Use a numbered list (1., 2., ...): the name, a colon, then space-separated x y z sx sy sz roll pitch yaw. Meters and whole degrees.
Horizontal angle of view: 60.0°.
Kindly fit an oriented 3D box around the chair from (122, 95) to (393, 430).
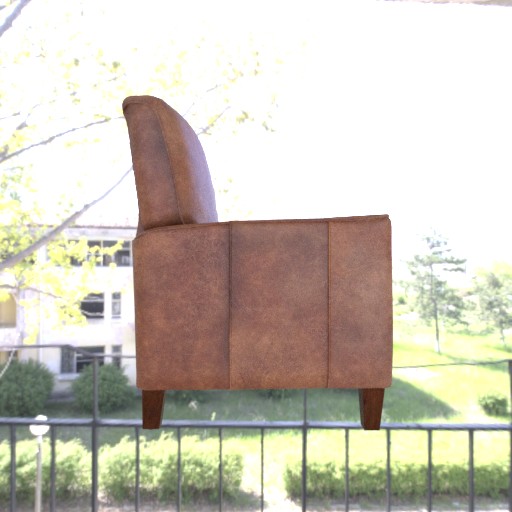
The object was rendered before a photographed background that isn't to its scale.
1. chair: 0.000 0.000 1.685 0.836 1.043 0.843 0 0 0
